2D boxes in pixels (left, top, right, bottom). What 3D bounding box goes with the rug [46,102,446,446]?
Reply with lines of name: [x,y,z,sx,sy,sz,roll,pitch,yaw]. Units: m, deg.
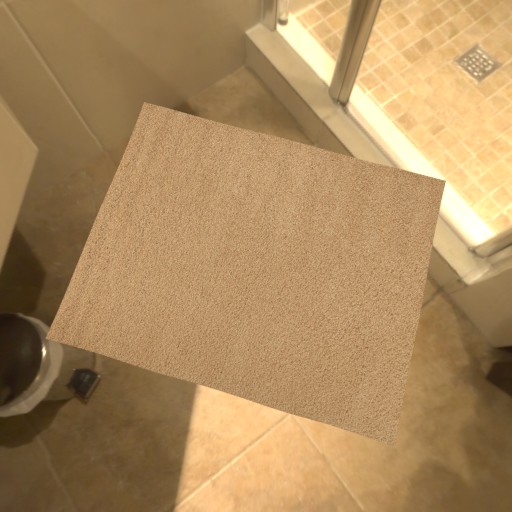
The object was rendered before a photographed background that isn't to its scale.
rug: [0.000,0.000,3.951,3.000,0.026,2.400,16,75,4]
